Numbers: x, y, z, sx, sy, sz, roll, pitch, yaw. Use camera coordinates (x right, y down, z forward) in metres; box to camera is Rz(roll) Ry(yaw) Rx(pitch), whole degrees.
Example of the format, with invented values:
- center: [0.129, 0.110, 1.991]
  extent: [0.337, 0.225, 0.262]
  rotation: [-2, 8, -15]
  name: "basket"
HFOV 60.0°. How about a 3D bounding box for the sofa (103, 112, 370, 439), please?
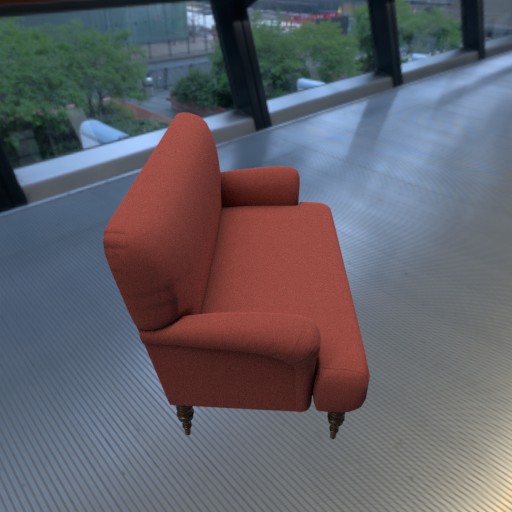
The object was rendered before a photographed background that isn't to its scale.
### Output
- center: [0.000, 0.000, 1.857]
  extent: [0.779, 0.889, 1.297]
  rotation: [1, 33, 1]
  name: "sofa"
